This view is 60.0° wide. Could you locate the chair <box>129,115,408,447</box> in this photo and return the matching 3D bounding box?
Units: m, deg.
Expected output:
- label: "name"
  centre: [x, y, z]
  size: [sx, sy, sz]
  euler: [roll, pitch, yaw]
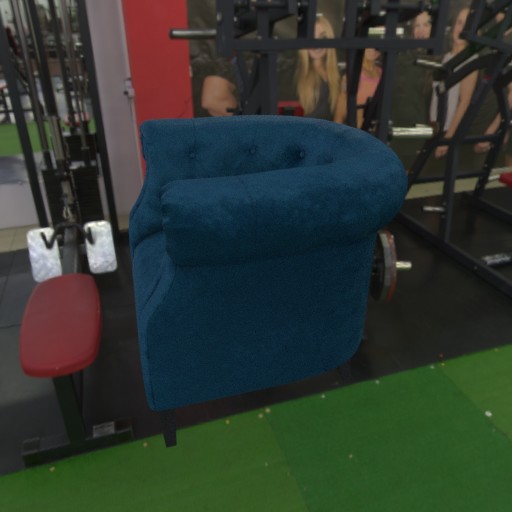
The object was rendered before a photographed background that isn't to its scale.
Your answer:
- label: "chair"
  centre: [0.000, 0.000, 1.542]
  size: [0.851, 0.826, 0.904]
  euler: [-8, 30, -14]
